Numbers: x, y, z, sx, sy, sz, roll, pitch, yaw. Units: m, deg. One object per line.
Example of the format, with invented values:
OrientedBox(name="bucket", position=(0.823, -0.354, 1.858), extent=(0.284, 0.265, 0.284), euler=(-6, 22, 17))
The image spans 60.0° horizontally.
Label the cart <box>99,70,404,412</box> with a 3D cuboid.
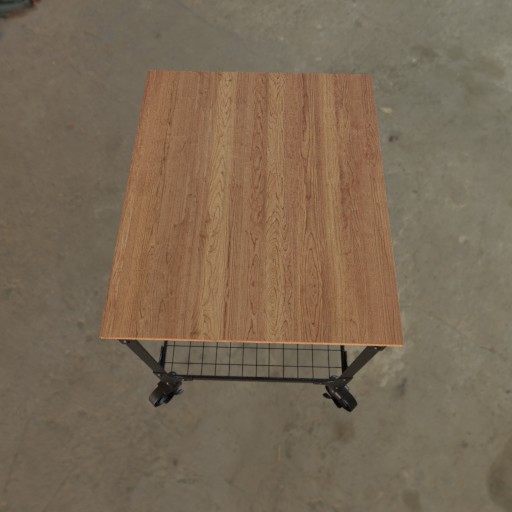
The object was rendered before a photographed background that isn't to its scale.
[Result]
OrientedBox(name="cart", position=(0.000, 0.000, 1.099), extent=(0.558, 0.603, 0.666), euler=(1, 64, 1))
